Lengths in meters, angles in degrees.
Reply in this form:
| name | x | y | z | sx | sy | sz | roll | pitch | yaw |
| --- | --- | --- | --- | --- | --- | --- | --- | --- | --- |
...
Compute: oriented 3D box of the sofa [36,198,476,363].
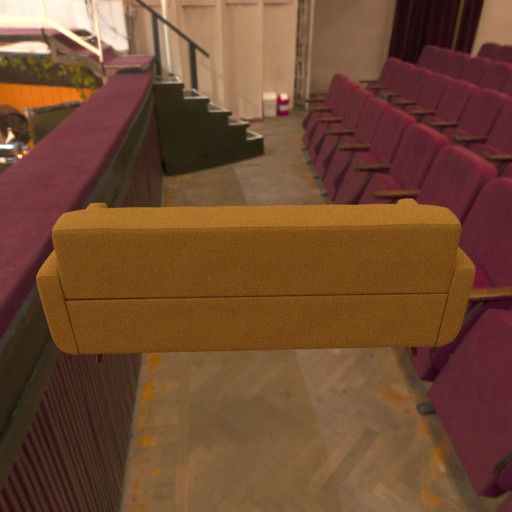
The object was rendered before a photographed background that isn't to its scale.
| name | x | y | z | sx | sy | sz | roll | pitch | yaw |
| --- | --- | --- | --- | --- | --- | --- | --- | --- | --- |
| sofa | 0.000 | 0.000 | 2.488 | 2.029 | 0.841 | 0.909 | -1 | 30 | -2 |
